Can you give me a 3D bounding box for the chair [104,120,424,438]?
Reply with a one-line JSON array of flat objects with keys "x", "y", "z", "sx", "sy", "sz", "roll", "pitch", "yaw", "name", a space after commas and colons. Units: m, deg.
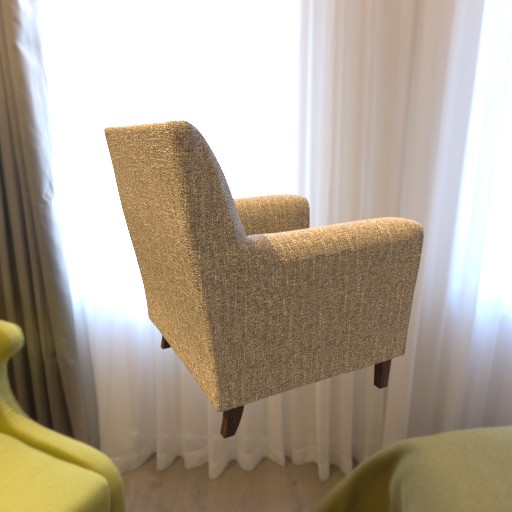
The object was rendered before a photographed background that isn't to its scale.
[{"x": 0.000, "y": 0.000, "z": 1.640, "sx": 0.873, "sy": 0.928, "sz": 0.864, "roll": -8, "pitch": 17, "yaw": -27, "name": "chair"}]
